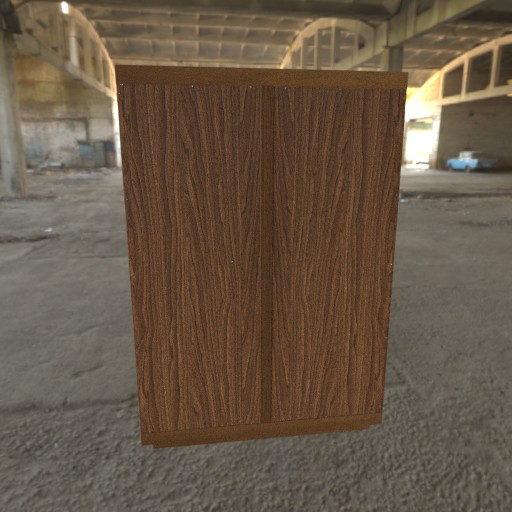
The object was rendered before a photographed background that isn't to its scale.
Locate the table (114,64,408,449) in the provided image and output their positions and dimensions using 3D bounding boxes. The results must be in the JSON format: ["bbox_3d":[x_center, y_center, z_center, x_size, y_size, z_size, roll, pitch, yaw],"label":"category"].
[{"bbox_3d":[0.000,0.000,1.745,0.901,1.294,0.524,-2,14,-8],"label":"table"}]
